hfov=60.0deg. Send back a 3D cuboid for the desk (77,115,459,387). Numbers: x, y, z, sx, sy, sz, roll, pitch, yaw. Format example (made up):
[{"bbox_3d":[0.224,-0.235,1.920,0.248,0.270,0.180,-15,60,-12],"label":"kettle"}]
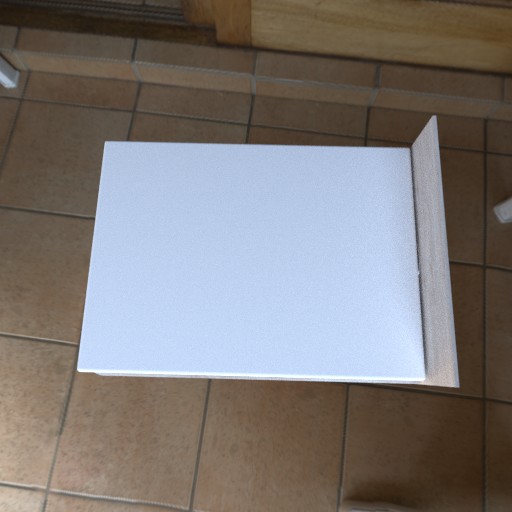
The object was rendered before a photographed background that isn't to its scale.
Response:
[{"bbox_3d":[0.000,0.000,2.598,1.900,0.800,1.400,1,76,0],"label":"desk"}]
